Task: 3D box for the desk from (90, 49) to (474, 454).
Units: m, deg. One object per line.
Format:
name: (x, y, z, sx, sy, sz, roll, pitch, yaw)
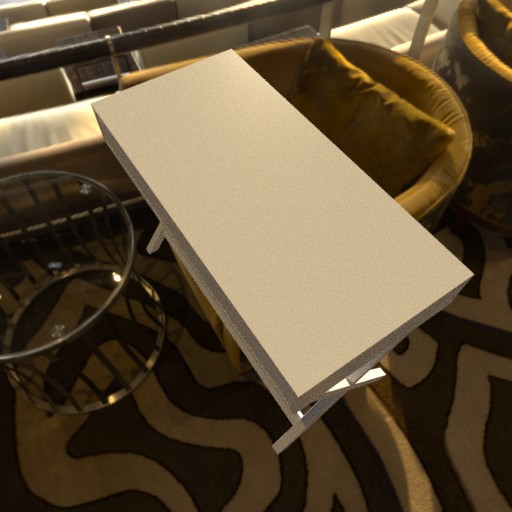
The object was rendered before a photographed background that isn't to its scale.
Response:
desk: (0.000, 0.000, 1.510, 0.509, 0.780, 1.059, -29, 62, -17)
